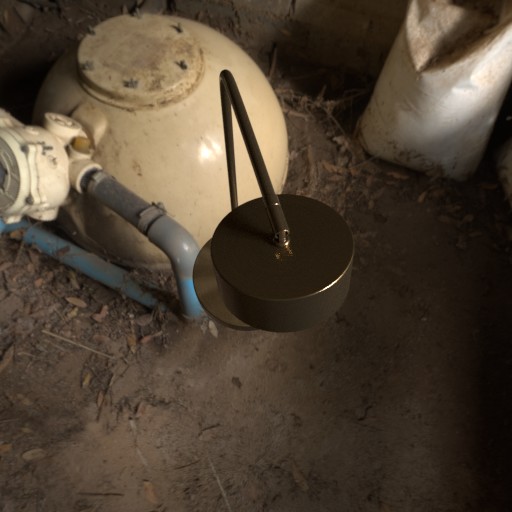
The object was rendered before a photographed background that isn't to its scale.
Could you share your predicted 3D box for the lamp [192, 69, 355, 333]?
[{"bbox_3d":[0.000,0.000,0.519,0.171,0.380,0.270,-14,66,-7],"label":"lamp"}]
